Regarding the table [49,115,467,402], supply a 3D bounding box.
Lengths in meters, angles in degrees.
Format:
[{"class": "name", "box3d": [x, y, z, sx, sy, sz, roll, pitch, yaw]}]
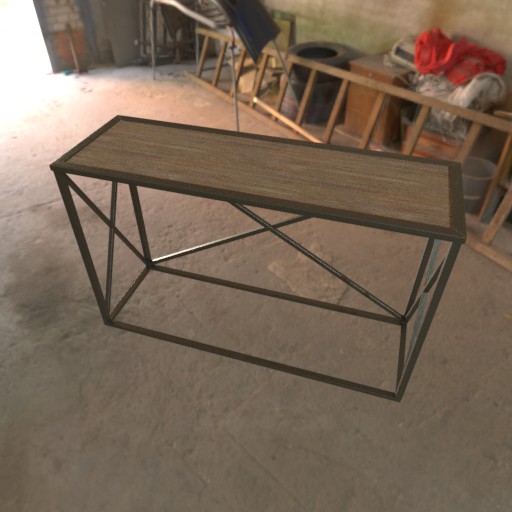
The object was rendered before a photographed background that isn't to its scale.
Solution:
[{"class": "table", "box3d": [0.000, 0.000, 1.619, 1.216, 0.753, 0.402, 12, 42, 13]}]
